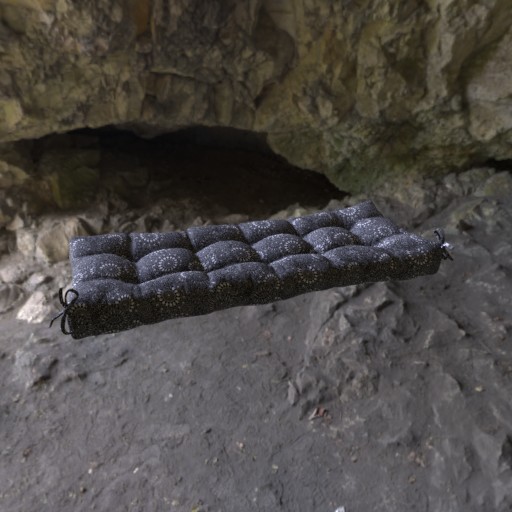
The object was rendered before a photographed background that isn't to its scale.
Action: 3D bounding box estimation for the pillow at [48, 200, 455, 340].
[{"bbox_3d":[0.000,0.000,1.392,1.194,0.174,0.511,-9,27,-17],"label":"pillow"}]
